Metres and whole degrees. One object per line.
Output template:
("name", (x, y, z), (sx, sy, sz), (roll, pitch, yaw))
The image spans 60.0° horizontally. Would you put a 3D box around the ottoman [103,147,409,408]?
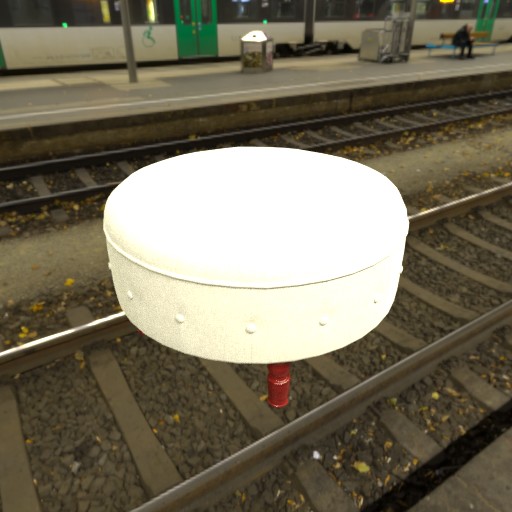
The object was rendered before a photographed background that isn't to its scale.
("ottoman", (0.000, 0.000, 1.366), (0.850, 0.483, 0.850), (0, 29, 0))
